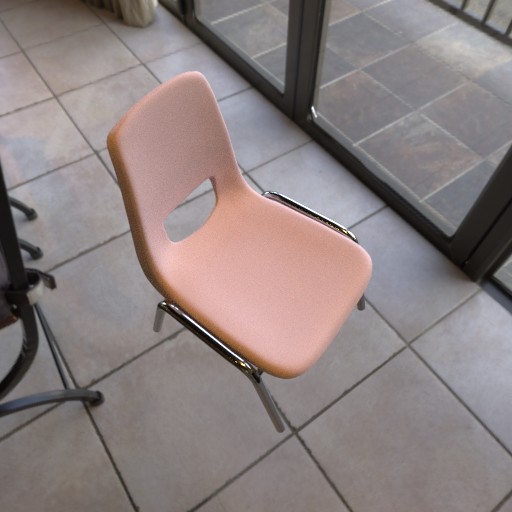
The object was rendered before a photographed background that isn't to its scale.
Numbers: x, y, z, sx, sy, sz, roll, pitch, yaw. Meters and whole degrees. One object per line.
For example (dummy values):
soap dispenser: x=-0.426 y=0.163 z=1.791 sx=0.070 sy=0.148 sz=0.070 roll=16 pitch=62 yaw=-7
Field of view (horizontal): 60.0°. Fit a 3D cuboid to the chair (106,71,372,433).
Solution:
chair: x=0.000 y=0.000 z=0.805 sx=0.385 sy=0.536 sz=0.354 roll=32 pitch=62 yaw=19
